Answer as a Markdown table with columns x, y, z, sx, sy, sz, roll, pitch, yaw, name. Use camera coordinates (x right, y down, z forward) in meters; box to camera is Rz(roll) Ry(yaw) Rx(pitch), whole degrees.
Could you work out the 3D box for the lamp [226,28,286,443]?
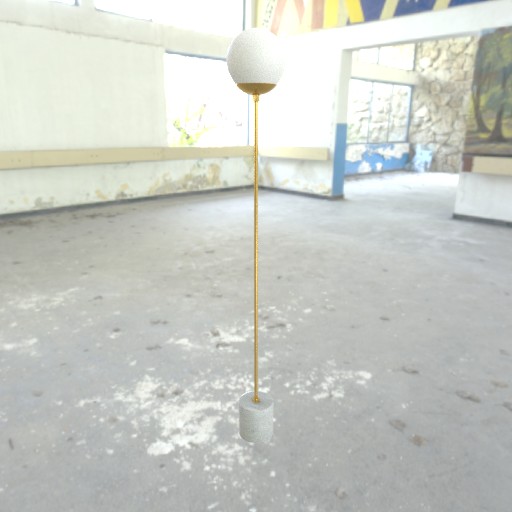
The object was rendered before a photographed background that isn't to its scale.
| x | y | z | sx | sy | sz | roll | pitch | yaw | name |
| --- | --- | --- | --- | --- | --- | --- | --- | --- | --- |
| 0.000 | 0.000 | 1.882 | 0.224 | 1.753 | 0.224 | -15 | 22 | -41 | lamp |
